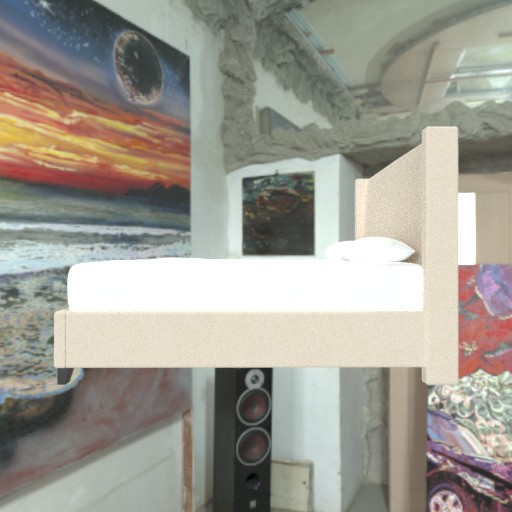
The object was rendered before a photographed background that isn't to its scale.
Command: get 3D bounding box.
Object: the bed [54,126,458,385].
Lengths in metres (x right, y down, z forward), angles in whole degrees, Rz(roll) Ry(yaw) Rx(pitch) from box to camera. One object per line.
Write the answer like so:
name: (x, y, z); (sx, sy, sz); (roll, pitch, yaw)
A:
bed: (0.000, 0.000, 3.386); (2.293, 1.471, 1.778); (0, 0, 0)
